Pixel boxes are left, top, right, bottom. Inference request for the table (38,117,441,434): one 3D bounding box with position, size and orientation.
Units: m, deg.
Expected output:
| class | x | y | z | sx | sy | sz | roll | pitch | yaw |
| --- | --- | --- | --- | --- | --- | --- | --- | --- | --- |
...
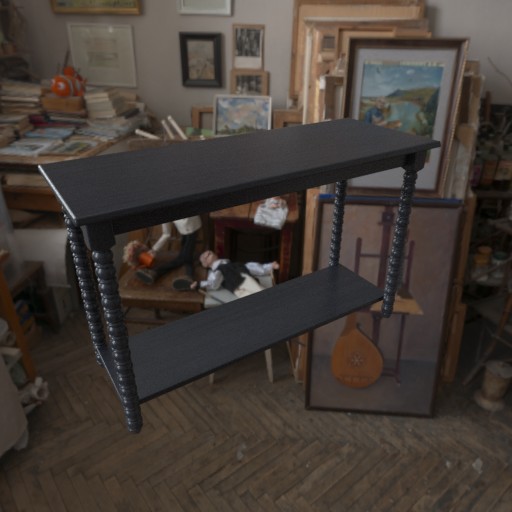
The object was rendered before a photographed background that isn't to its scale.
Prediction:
| class | x | y | z | sx | sy | sz | roll | pitch | yaw |
| --- | --- | --- | --- | --- | --- | --- | --- | --- | --- |
| table | 0.000 | 0.000 | 1.543 | 1.184 | 0.735 | 0.459 | -17 | 33 | -28 |
